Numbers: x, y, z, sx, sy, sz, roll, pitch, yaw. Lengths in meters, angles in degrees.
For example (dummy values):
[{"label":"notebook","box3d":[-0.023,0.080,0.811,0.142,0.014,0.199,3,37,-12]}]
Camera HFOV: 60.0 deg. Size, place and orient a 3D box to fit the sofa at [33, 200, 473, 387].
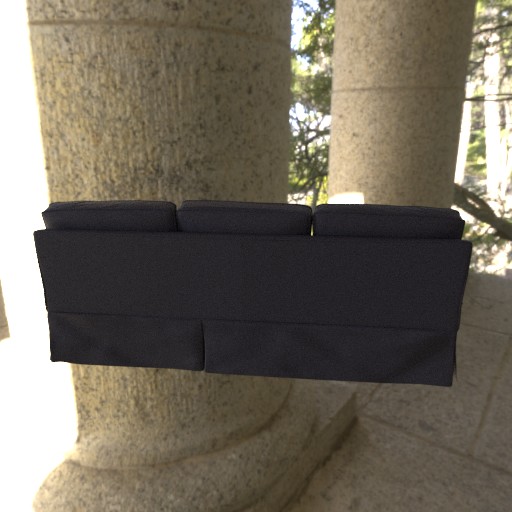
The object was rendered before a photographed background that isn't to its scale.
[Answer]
[{"label":"sofa","box3d":[0.000,0.000,3.309,2.518,1.039,1.637,2,17,6]}]
